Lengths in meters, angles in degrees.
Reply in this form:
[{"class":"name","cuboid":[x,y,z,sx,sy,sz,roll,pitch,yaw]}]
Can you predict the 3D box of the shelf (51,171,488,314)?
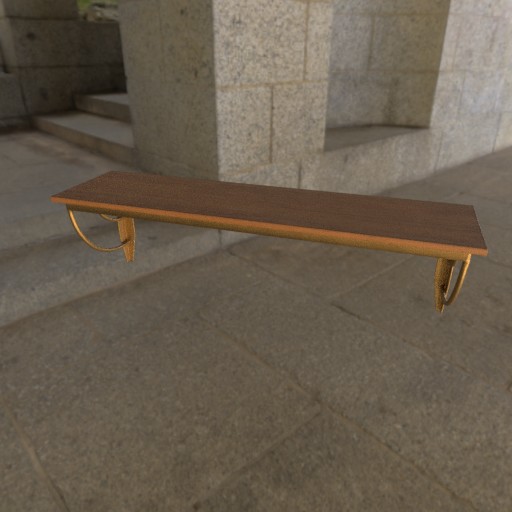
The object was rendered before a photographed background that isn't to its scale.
[{"class":"shelf","cuboid":[0.000,0.000,0.729,0.636,0.190,0.166,8,27,16]}]
